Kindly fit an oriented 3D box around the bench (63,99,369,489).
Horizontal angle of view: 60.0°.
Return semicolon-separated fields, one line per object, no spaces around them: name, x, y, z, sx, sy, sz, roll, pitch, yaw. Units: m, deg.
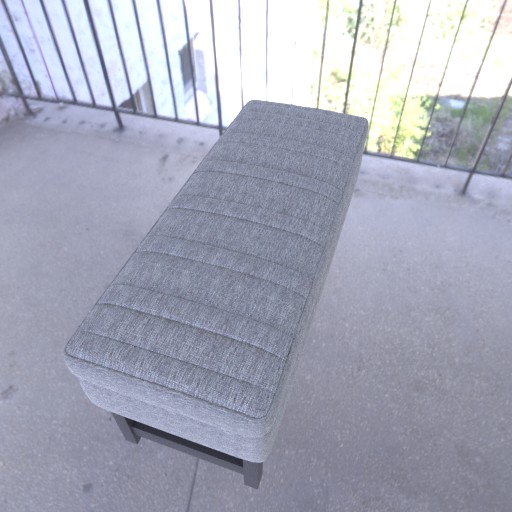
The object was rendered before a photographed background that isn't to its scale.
bench;0.000;0.000;1.275;0.429;0.470;1.100;14;48;13
